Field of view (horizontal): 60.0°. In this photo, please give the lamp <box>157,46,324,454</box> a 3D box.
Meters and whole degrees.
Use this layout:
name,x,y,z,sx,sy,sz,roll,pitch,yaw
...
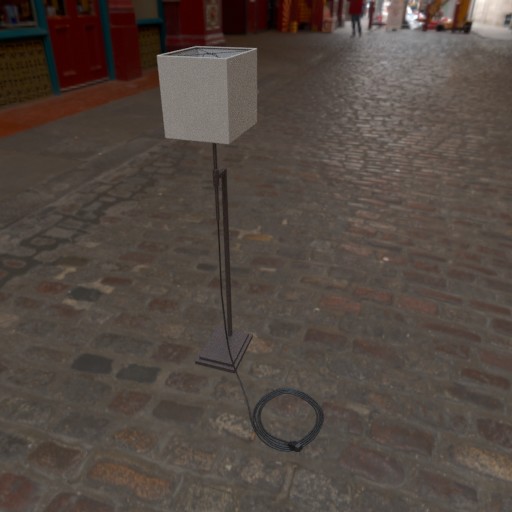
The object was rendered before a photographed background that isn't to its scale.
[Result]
name,x,y,z,sx,sy,sz,roll,pitch,yaw
lamp,0.000,0.000,1.960,0.774,1.600,0.698,9,32,15
